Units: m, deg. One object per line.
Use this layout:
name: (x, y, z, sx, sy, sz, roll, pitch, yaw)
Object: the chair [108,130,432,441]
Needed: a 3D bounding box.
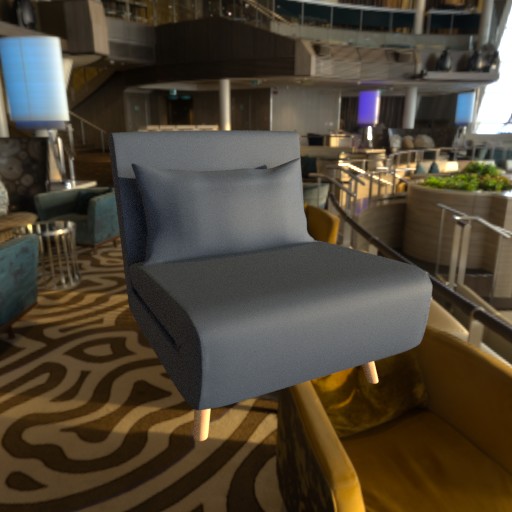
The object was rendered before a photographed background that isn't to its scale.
chair: (0.000, 0.000, 1.493, 0.770, 0.808, 0.900, -8, 18, -26)
